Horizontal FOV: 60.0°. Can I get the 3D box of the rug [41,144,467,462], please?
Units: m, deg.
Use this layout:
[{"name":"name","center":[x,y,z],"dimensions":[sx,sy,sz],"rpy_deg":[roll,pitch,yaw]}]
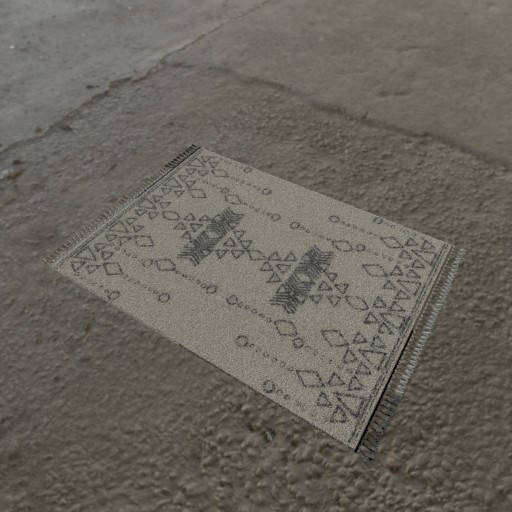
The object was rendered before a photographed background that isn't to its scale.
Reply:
[{"name":"rug","center":[0.000,0.000,2.924],"dimensions":[2.312,0.013,1.600],"rpy_deg":[25,52,21]}]
